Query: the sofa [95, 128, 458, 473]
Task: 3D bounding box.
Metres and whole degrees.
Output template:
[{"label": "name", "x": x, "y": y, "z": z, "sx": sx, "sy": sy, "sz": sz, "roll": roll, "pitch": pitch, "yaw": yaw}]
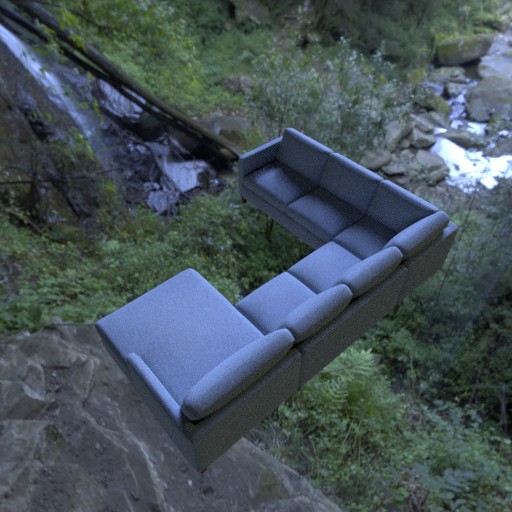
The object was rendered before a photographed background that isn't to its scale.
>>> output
[{"label": "sofa", "x": 0.000, "y": 0.000, "z": 4.614, "sx": 3.403, "sy": 0.889, "sz": 2.551, "roll": -32, "pitch": 53, "yaw": -28}]
